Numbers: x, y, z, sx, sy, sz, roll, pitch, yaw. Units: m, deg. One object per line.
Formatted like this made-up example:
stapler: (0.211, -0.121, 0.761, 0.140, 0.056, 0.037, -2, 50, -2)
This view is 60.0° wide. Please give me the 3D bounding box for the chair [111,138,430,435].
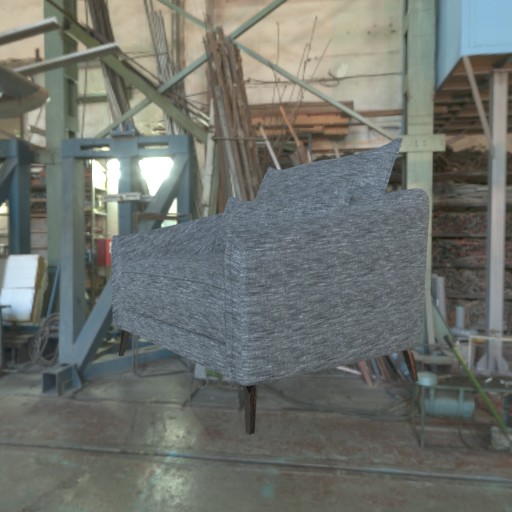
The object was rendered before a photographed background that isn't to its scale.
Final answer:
chair: (0.000, 0.000, 1.662, 0.805, 0.842, 1.004, -1, 2, -36)
